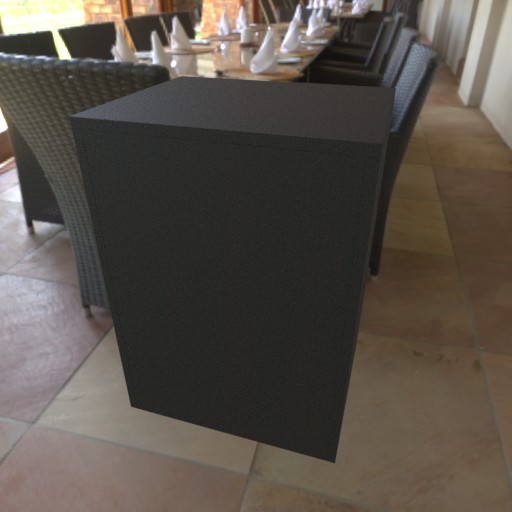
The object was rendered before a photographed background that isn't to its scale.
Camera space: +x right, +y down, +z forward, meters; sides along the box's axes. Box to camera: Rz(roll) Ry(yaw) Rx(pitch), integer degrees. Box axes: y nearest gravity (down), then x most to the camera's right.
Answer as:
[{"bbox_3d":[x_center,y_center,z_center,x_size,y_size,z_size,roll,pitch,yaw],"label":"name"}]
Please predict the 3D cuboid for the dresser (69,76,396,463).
[{"bbox_3d":[0.000,0.000,0.820,0.400,0.560,0.360,9,32,15],"label":"dresser"}]
